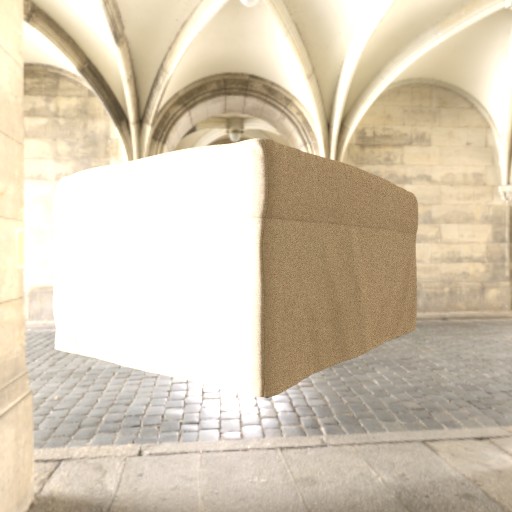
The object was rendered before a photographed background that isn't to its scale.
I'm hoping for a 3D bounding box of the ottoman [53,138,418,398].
[{"bbox_3d":[0.000,0.000,1.221,0.650,0.485,0.833,0,1,36],"label":"ottoman"}]
